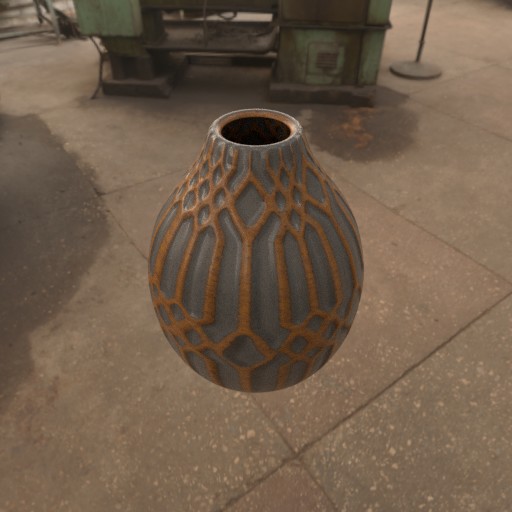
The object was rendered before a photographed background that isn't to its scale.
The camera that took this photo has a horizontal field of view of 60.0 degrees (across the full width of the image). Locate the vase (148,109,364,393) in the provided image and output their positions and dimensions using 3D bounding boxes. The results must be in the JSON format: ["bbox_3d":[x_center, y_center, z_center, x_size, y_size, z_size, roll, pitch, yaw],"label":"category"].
[{"bbox_3d":[0.000,0.000,0.142,0.069,0.088,0.069,0,41,0],"label":"vase"}]
